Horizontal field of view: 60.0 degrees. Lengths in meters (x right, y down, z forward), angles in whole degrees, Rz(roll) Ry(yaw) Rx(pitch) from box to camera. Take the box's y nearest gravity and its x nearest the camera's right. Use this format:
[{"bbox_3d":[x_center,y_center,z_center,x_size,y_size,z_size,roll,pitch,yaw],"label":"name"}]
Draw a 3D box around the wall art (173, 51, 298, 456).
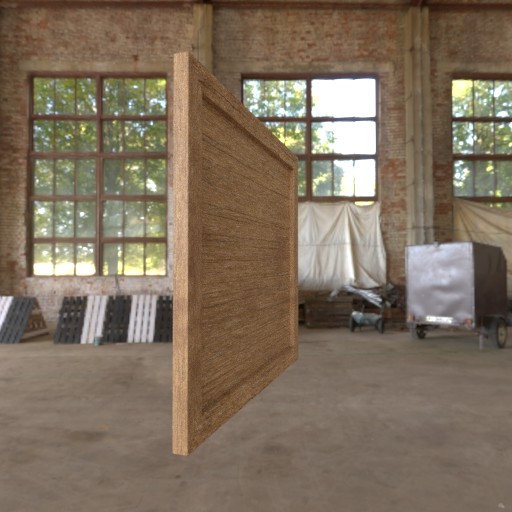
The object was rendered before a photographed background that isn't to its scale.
[{"bbox_3d":[0.000,0.000,0.974,0.026,0.588,0.690,0,-1,19],"label":"wall art"}]
